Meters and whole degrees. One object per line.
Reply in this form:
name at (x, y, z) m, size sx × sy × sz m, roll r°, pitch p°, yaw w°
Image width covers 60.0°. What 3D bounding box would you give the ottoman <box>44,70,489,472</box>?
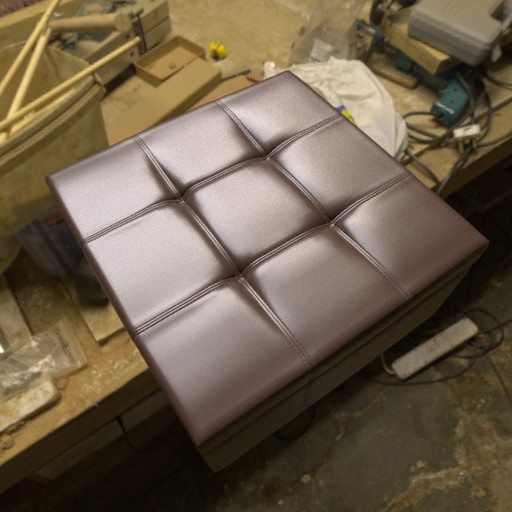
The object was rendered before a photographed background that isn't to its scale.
ottoman at (0.000, 0.000, 1.242) m, size 0.787 × 0.460 × 0.788 m, roll -30°, pitch 62°, yaw -18°
